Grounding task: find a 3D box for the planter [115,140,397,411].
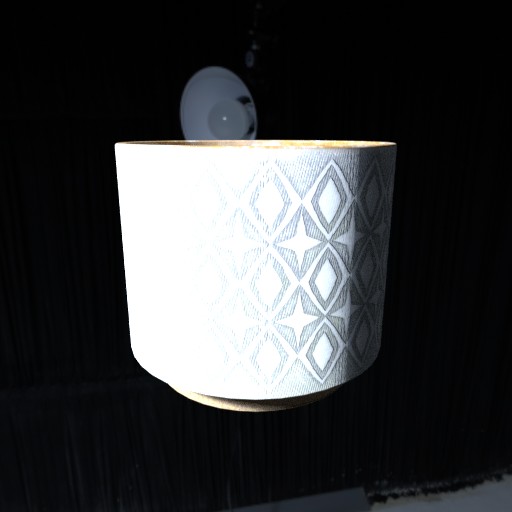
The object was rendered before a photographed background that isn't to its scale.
[{"bbox_3d":[0.000,0.000,0.448,0.255,0.223,0.255,0,16,0],"label":"planter"}]
